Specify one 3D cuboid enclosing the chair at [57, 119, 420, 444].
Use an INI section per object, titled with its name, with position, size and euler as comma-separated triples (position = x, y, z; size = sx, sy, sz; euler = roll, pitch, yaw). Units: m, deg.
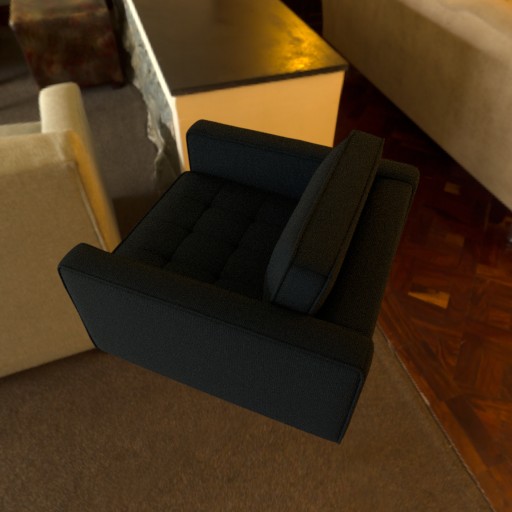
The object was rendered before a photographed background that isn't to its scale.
[chair]
position = 0.000, 0.000, 1.566
size = 0.920, 0.770, 0.899
euler = 17, 49, 15
